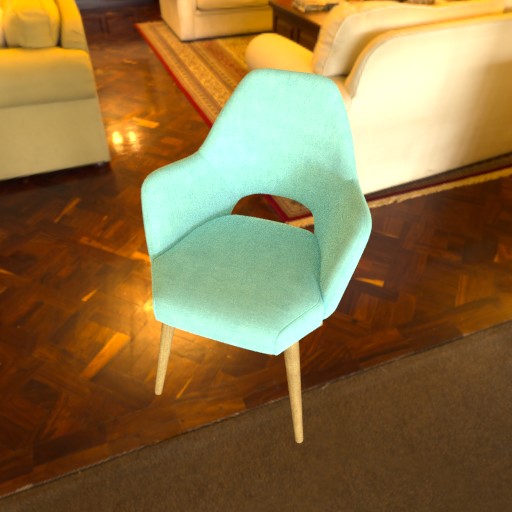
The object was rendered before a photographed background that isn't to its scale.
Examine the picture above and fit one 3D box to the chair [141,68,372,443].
[{"bbox_3d":[0.000,0.000,1.254,0.590,0.840,0.610,13,43,15],"label":"chair"}]
